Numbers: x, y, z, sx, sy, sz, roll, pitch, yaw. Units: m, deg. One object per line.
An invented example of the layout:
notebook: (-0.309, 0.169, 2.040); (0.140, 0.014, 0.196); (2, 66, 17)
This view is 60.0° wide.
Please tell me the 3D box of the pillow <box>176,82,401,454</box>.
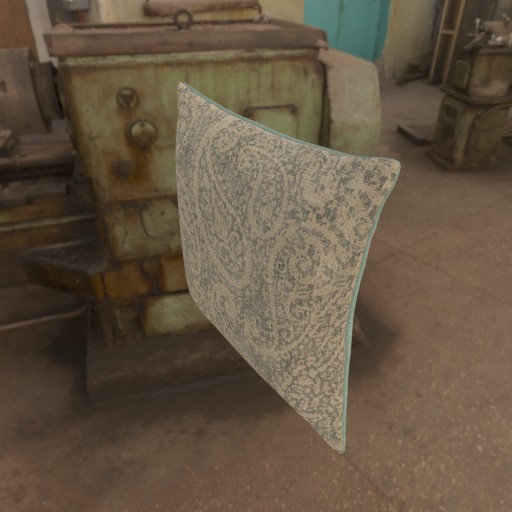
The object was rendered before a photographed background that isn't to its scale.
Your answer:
pillow: (0.000, 0.000, 0.789); (0.166, 0.507, 0.526); (-20, 38, -29)
